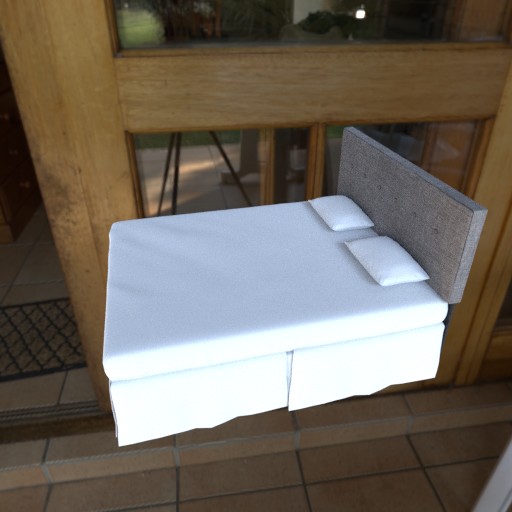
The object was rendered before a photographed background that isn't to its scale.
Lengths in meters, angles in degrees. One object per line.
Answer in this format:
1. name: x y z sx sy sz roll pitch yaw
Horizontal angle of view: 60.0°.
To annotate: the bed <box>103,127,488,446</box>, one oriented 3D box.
1. bed: 0.000 0.000 2.929 1.958 1.168 1.621 -7 32 -12
